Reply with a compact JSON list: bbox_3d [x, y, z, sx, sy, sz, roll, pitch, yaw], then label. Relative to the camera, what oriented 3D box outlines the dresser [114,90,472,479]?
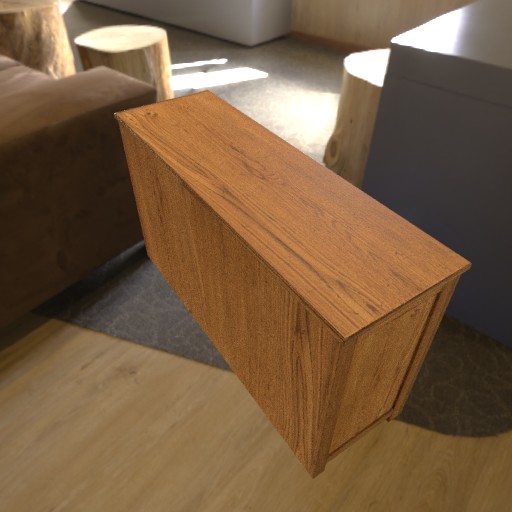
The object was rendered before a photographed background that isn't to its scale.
[{"bbox_3d":[0.000,0.000,2.088,0.563,0.932,1.657,-24,47,-25],"label":"dresser"}]
